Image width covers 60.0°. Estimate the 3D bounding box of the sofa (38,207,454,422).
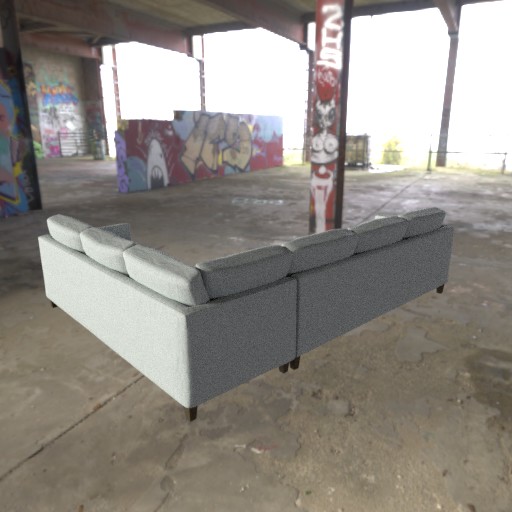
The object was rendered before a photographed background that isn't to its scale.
[{"bbox_3d":[0.000,0.000,4.412,3.333,0.934,2.522,-14,22,-40],"label":"sofa"}]
